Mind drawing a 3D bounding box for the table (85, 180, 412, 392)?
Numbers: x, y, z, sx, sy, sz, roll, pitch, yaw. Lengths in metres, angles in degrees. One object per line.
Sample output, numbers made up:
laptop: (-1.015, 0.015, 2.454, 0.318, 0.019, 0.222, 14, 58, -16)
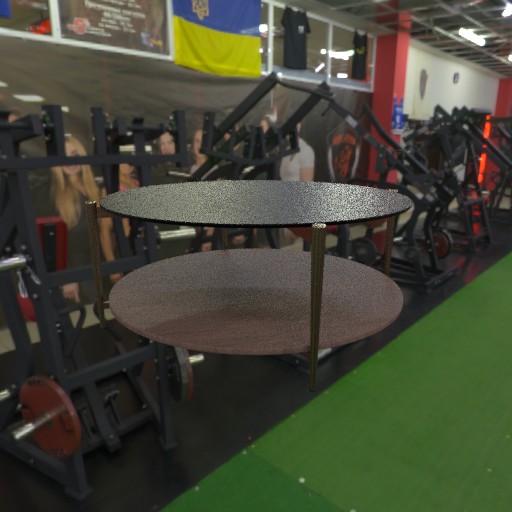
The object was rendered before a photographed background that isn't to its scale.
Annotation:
table: (0.000, 0.000, 1.456, 0.938, 0.400, 0.938, 14, 21, 42)
